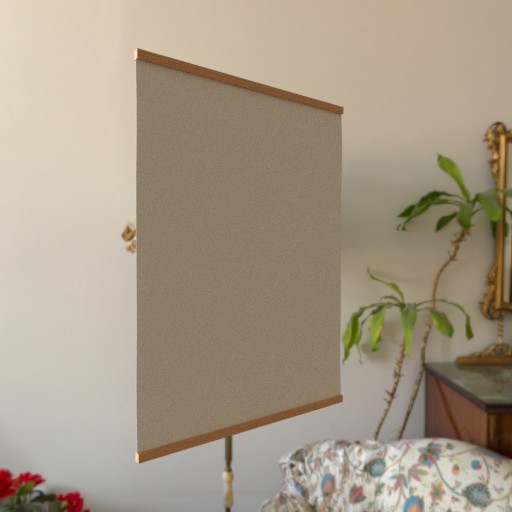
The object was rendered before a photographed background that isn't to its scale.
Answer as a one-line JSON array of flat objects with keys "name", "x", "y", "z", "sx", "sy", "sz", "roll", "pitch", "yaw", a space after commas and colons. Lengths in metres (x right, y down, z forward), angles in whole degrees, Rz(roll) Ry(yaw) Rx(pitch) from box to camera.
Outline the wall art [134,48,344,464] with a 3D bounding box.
[{"name": "wall art", "x": 0.000, "y": 0.000, "z": 1.314, "sx": 0.739, "sy": 1.016, "sz": 0.020, "roll": -1, "pitch": 1, "yaw": -37}]
